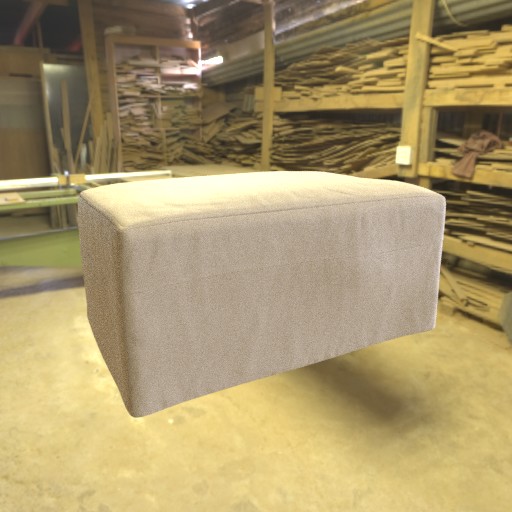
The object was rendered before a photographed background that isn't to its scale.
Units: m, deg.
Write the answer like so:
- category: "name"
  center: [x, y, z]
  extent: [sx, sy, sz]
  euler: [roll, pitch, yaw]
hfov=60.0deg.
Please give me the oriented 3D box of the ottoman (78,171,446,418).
- category: "ottoman"
  center: [0.000, 0.000, 1.229]
  extent: [0.872, 0.444, 0.590]
  euler: [-9, 18, -27]
